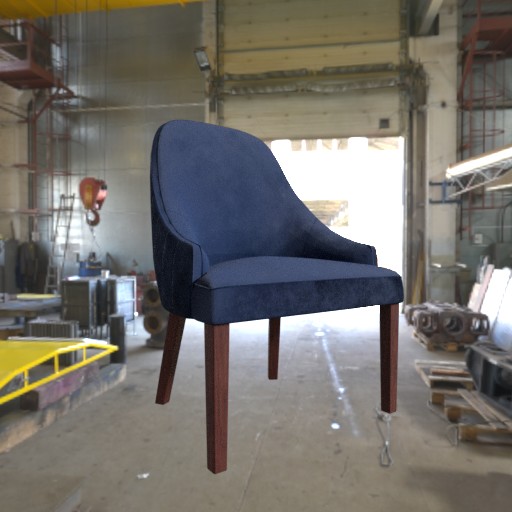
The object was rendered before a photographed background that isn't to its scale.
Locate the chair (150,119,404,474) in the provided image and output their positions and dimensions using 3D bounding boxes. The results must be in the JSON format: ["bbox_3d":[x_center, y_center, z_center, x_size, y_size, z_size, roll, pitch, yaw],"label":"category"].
[{"bbox_3d":[0.000,0.000,1.301,0.643,0.889,0.575,-1,1,-36],"label":"chair"}]
